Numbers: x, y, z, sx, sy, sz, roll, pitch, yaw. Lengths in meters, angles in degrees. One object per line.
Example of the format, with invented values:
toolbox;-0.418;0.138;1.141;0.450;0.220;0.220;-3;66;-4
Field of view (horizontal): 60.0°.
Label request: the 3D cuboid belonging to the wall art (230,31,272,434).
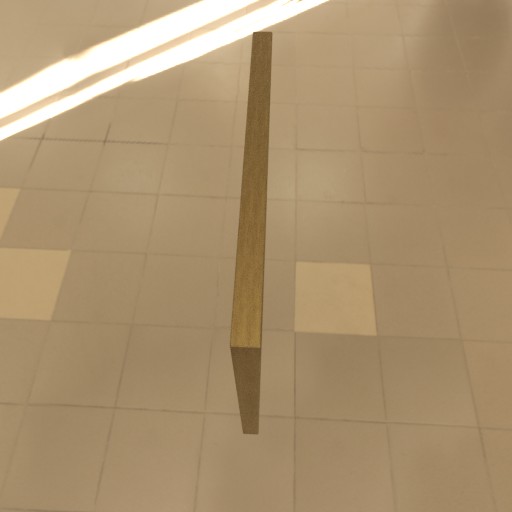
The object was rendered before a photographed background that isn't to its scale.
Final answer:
wall art;0.000;0.000;0.770;0.030;0.506;0.503;2;59;1
